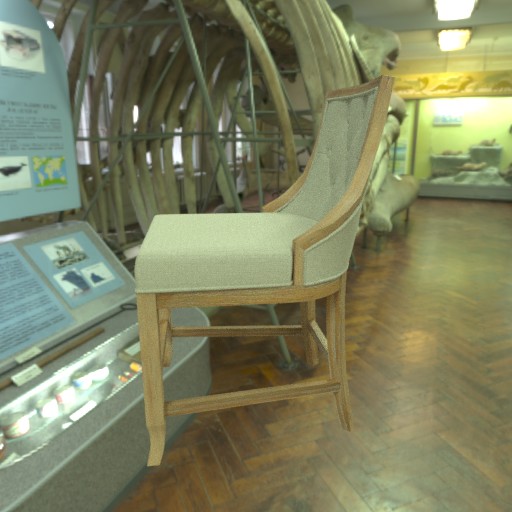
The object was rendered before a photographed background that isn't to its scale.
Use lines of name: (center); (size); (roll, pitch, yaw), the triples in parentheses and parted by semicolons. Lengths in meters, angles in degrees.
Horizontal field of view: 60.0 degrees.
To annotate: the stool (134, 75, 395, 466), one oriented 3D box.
stool: (0.000, 0.000, 1.282); (0.626, 0.938, 0.524); (-2, 16, -8)
